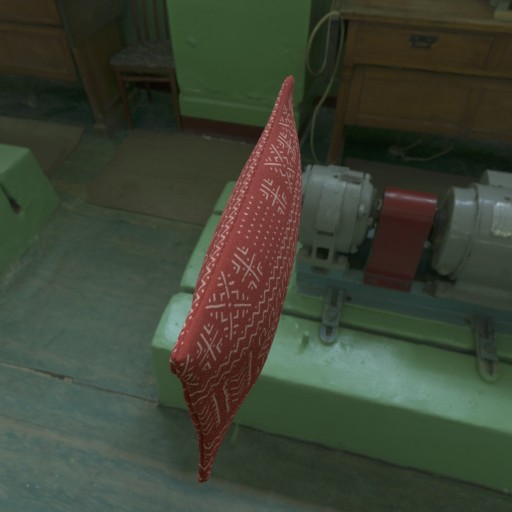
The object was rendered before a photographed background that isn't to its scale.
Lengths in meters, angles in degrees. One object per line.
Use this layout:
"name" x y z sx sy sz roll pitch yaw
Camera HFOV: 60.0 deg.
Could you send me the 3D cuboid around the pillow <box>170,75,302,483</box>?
"pillow" 0.000 0.000 0.755 0.130 0.352 0.640 10 47 9
